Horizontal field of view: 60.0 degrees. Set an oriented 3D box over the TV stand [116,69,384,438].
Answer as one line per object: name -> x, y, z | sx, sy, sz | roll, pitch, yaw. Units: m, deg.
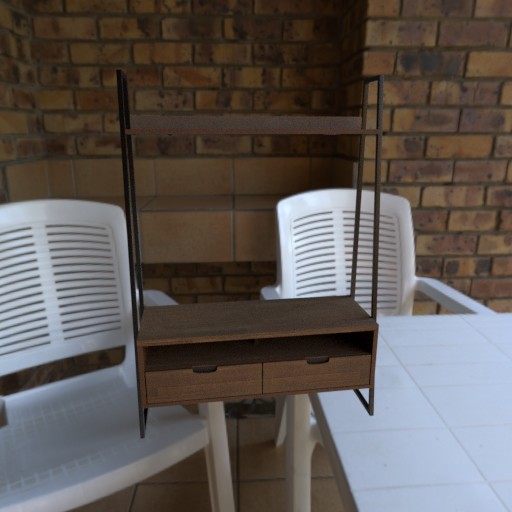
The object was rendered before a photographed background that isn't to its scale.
TV stand -> 0.000, 0.000, 2.291 | 1.250, 1.772, 0.432 | -2, 16, -8
